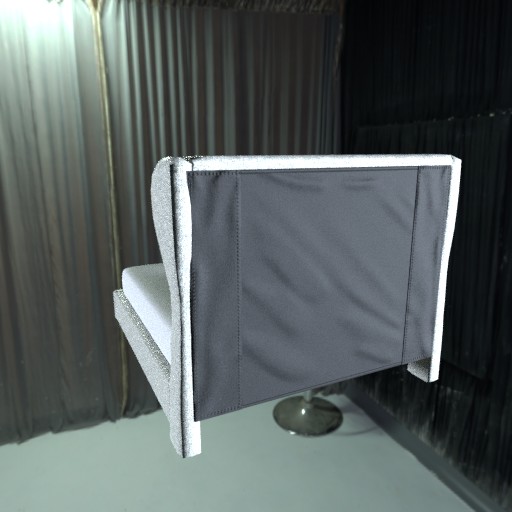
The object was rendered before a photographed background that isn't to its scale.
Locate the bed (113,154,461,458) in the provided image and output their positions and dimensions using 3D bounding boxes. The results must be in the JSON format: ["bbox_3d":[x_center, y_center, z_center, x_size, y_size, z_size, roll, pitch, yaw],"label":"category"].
[{"bbox_3d":[0.000,0.000,3.922,2.219,1.771,2.347,-7,15,-26],"label":"bed"}]
